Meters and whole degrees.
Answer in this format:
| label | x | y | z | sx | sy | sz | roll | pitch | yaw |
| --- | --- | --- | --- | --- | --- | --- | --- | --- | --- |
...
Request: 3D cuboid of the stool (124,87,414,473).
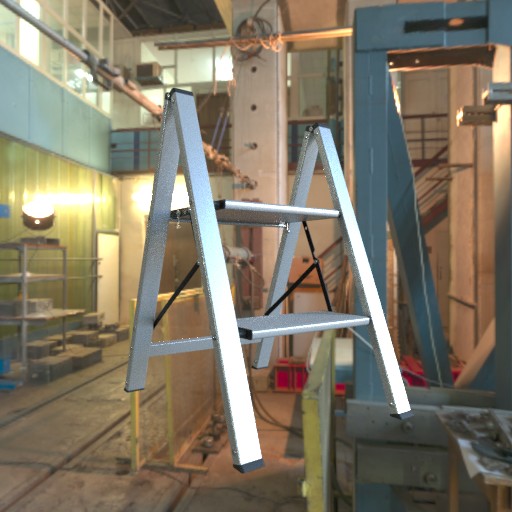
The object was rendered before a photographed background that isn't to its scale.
| label | x | y | z | sx | sy | sz | roll | pitch | yaw |
| --- | --- | --- | --- | --- | --- | --- | --- | --- | --- |
| stool | 0.000 | 0.000 | 1.022 | 0.440 | 0.670 | 0.535 | 0 | -1 | -36 |
